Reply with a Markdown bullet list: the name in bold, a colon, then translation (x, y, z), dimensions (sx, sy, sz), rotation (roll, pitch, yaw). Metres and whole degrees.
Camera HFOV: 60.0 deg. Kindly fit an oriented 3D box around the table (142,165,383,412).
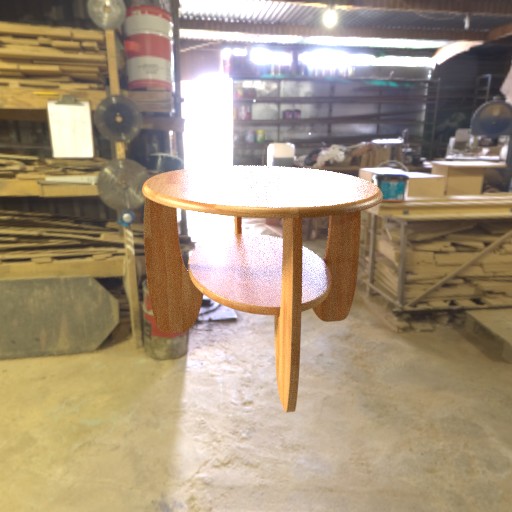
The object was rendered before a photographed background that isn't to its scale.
- **table**: translation (0.000, 0.000, 1.425), dimensions (0.690, 0.490, 1.040), rotation (-3, 16, -9)
